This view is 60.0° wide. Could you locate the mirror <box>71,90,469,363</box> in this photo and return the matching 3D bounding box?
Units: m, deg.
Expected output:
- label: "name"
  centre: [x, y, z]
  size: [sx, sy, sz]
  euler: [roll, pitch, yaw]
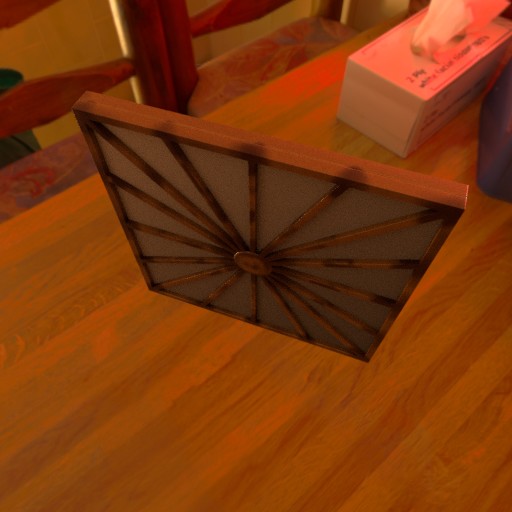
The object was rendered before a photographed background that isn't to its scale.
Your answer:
- label: "mirror"
  centre: [0.000, 0.000, 0.762]
  size: [0.509, 0.507, 0.042]
  euler: [17, 59, 11]
